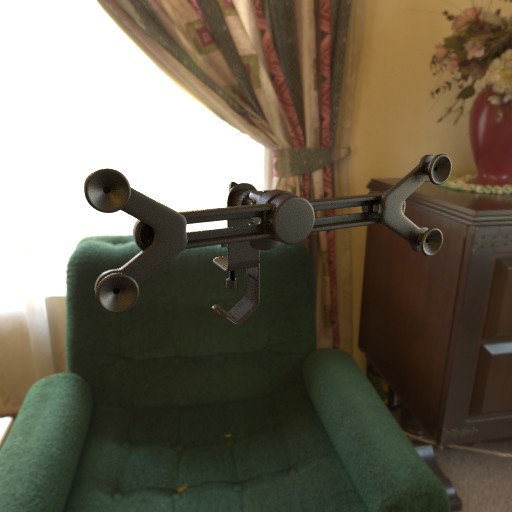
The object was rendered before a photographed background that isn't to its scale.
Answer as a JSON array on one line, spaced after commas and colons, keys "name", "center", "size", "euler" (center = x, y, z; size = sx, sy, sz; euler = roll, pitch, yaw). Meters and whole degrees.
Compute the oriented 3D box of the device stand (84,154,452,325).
[{"name": "device stand", "center": [0.000, 0.000, 0.366], "size": [0.270, 0.166, 0.142], "euler": [-8, 19, -26]}]
